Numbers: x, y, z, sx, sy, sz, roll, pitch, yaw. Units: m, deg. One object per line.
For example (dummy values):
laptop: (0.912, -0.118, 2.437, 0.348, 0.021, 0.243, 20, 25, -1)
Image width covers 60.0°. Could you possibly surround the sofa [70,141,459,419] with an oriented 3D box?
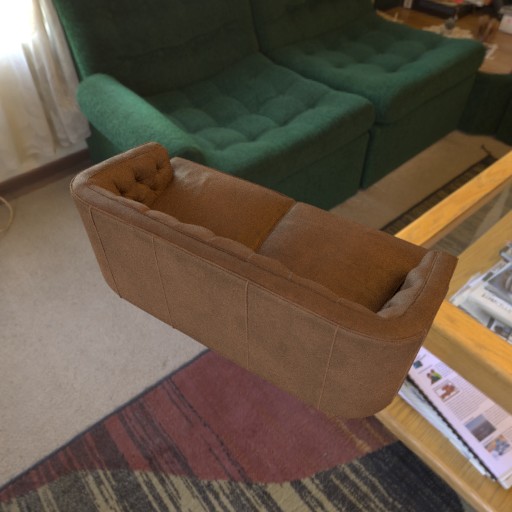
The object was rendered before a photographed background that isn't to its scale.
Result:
sofa: (0.000, 0.000, 2.258, 1.767, 0.799, 0.917, 24, 51, 21)
